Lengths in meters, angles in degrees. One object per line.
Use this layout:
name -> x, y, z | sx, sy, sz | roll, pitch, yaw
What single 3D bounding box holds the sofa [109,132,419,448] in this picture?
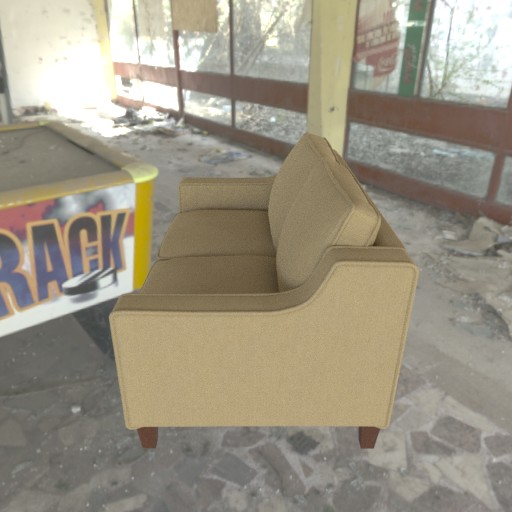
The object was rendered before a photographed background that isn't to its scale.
sofa -> 0.000, 0.000, 2.142 | 0.987, 0.971, 1.501 | 0, 26, 0
